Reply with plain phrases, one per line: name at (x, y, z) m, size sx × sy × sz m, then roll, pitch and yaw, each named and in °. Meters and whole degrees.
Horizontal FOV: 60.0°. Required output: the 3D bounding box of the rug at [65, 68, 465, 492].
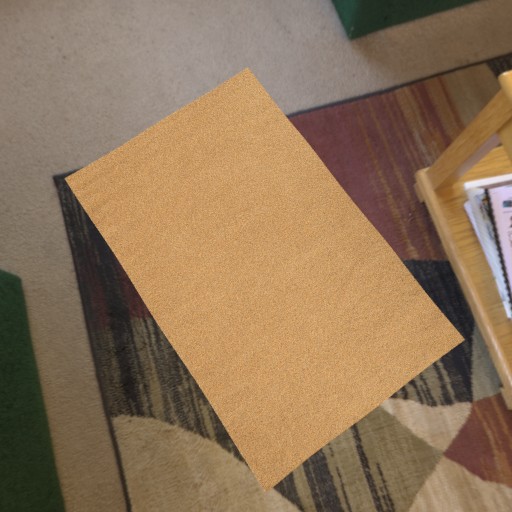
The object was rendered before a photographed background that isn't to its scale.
rug at (0.000, 0.000, 2.864) m, size 1.500 × 0.025 × 2.346 m, roll -34°, pitch 79°, yaw -8°
